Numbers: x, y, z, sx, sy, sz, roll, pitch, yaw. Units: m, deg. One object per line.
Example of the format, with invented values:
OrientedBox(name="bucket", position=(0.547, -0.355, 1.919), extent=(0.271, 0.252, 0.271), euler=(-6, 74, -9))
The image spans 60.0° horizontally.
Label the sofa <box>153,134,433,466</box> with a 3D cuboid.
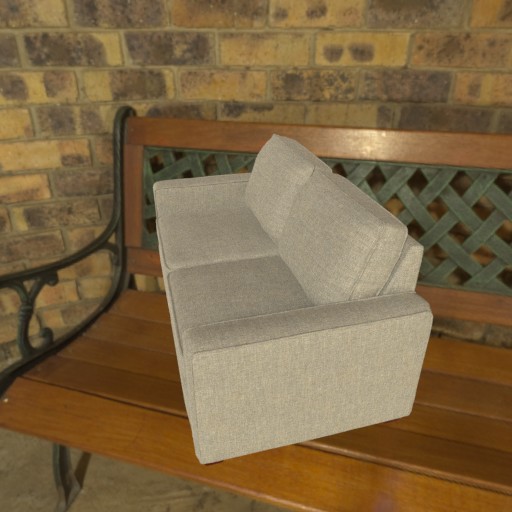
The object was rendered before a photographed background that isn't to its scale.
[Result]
OrientedBox(name="sofa", position=(0.000, 0.000, 2.307), extent=(0.945, 0.915, 1.706), euler=(-8, 30, -13))
